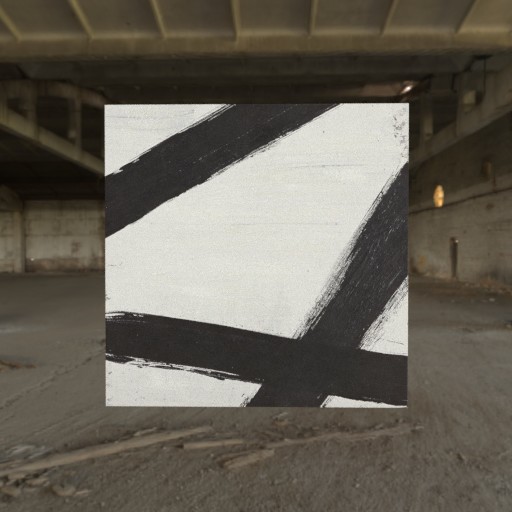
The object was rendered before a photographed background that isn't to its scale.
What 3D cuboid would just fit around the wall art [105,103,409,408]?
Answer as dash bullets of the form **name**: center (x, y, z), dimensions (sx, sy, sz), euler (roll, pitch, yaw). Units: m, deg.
- **wall art**: center (0.000, 0.000, 1.141), dimensions (0.765, 0.765, 0.046), euler (0, 1, 1)
